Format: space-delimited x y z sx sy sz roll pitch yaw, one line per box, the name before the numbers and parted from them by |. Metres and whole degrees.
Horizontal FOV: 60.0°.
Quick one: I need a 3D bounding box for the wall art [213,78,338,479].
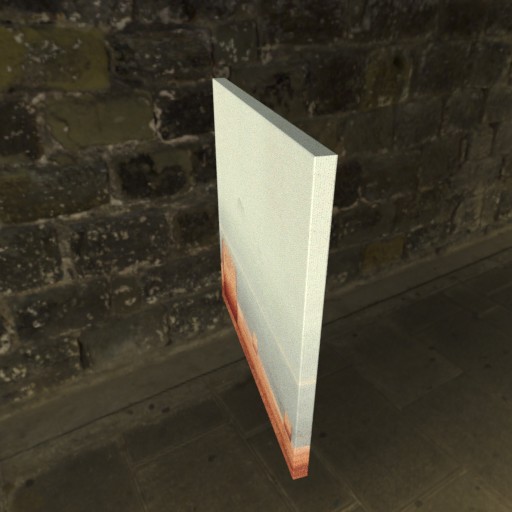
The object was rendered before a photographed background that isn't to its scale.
wall art | 0.000 0.000 0.915 0.034 0.605 0.605 -8 31 -14
